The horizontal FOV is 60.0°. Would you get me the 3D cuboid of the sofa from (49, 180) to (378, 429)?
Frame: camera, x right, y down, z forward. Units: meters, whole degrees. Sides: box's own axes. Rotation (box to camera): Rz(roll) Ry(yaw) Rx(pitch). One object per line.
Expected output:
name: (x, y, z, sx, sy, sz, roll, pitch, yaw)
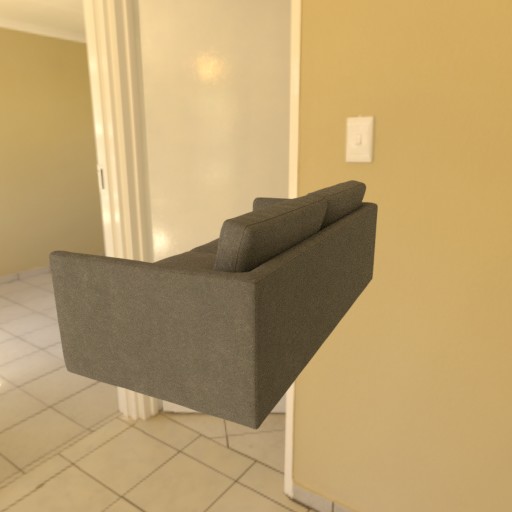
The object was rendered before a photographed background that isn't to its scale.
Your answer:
sofa: (0.000, 0.000, 2.858, 1.092, 0.838, 2.257, 7, 16, 25)
